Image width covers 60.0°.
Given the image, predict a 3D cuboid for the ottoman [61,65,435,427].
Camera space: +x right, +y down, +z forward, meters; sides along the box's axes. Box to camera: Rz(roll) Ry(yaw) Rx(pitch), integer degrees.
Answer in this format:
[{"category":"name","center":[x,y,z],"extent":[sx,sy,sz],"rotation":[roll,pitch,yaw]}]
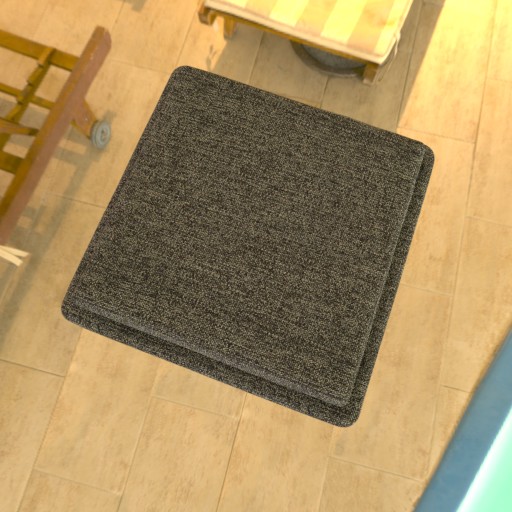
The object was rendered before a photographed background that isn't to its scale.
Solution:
[{"category":"ottoman","center":[0.000,0.000,0.822],"extent":[0.450,0.463,0.450],"rotation":[20,77,5]}]
